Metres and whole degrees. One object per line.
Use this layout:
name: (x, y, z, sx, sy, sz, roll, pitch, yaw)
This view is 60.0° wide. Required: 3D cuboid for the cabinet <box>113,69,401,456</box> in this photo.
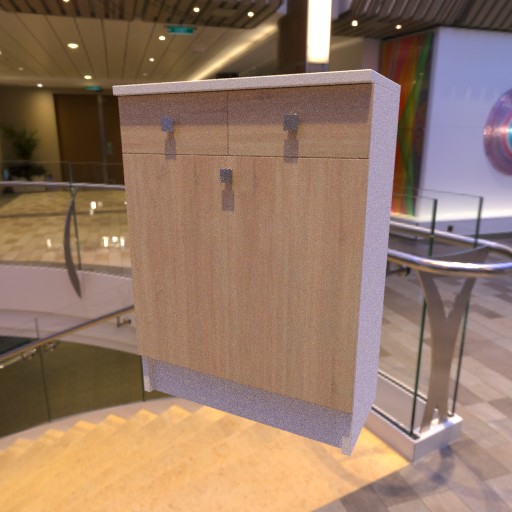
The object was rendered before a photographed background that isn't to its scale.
cabinet: (0.000, 0.000, 1.132, 0.600, 0.815, 0.296, 8, 17, 26)
